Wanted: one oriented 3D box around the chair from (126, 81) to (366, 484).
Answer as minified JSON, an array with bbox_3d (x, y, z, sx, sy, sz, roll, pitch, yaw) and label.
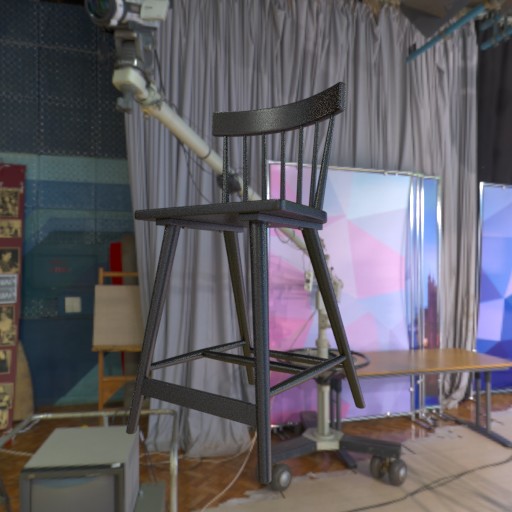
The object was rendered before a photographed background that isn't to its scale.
[{"bbox_3d":[0.000,0.000,1.282,0.483,0.952,0.572,0,1,36],"label":"chair"}]
